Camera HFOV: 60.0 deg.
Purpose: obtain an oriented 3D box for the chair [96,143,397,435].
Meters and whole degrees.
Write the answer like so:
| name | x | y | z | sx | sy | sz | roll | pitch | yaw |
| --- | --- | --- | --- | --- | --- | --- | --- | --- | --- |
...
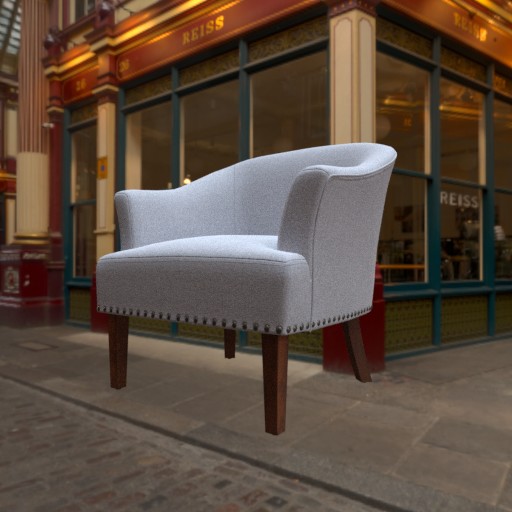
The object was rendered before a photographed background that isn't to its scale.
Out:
| name | x | y | z | sx | sy | sz | roll | pitch | yaw |
| --- | --- | --- | --- | --- | --- | --- | --- | --- | --- |
| chair | 0.000 | 0.000 | 1.417 | 0.798 | 0.815 | 0.704 | 0 | 0 | 37 |
